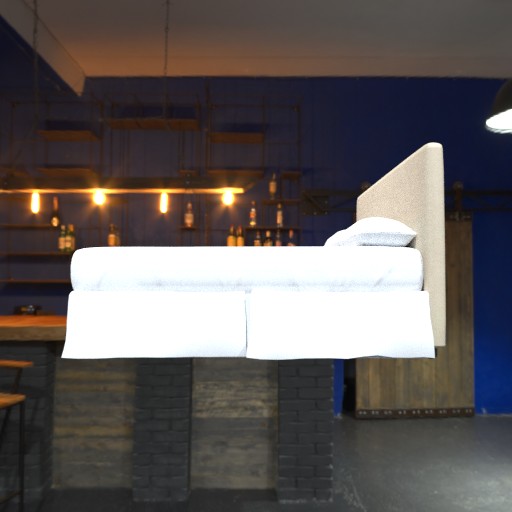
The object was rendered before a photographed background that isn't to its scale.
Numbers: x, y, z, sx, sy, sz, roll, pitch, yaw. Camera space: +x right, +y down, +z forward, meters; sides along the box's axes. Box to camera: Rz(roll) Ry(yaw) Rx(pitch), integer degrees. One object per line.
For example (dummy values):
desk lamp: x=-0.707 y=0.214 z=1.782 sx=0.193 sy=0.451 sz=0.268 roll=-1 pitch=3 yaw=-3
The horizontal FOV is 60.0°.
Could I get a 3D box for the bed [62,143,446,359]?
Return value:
bed: x=0.000 y=0.000 z=3.635 sx=2.319 sy=1.317 sz=2.119 roll=0 pitch=-2 yaw=1
